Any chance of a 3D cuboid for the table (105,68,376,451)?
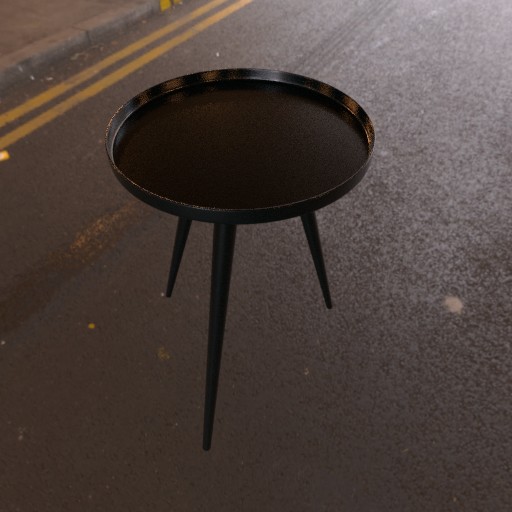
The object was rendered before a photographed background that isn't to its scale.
[{"bbox_3d":[0.000,0.000,0.820,0.415,0.548,0.403,-16,48,-15],"label":"table"}]
